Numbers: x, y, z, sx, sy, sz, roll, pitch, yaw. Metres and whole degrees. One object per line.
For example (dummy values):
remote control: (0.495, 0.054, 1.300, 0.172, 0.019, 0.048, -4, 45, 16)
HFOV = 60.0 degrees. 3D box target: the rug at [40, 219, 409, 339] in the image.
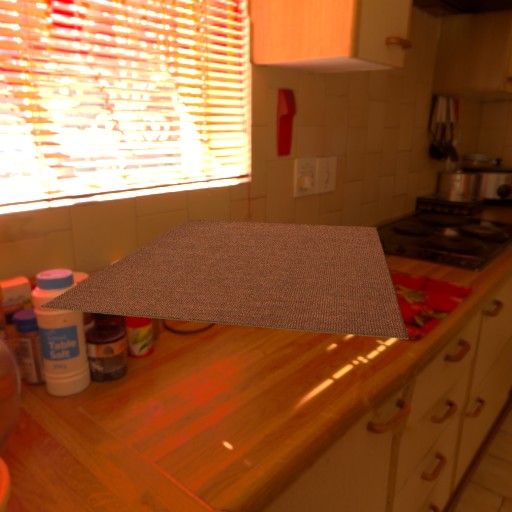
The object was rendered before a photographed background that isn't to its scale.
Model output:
rug: (0.000, 0.000, 4.271, 2.456, 0.021, 3.068, 3, 17, 11)
